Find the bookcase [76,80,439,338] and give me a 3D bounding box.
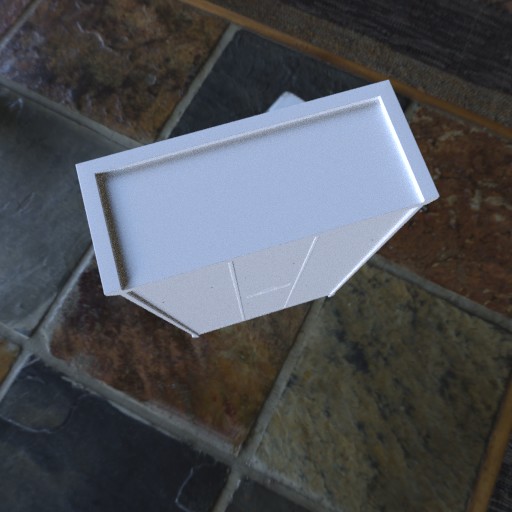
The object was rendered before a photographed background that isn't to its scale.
[{"bbox_3d":[0.000,0.000,2.284,1.050,1.880,0.432,-16,76,-4],"label":"bookcase"}]
